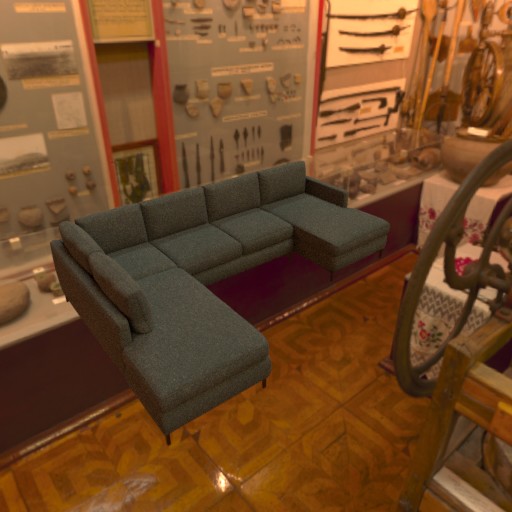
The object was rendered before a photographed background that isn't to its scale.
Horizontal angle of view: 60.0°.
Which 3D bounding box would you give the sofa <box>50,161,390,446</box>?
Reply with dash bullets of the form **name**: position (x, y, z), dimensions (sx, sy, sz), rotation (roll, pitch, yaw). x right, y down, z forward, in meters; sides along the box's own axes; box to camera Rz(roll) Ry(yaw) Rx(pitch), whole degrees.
- **sofa**: position (0.000, 0.000, 3.943), dimensions (2.956, 0.813, 2.007), rotation (-21, 36, -33)
